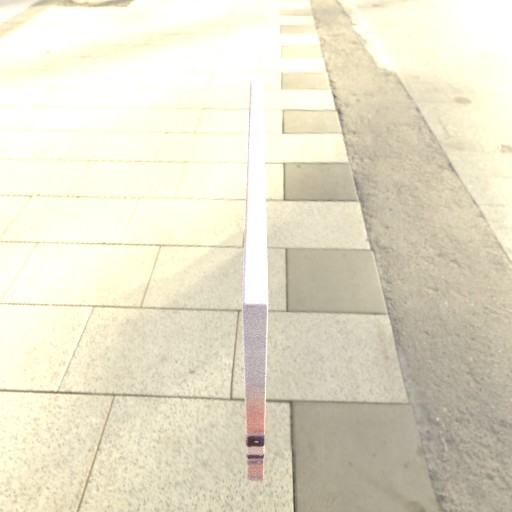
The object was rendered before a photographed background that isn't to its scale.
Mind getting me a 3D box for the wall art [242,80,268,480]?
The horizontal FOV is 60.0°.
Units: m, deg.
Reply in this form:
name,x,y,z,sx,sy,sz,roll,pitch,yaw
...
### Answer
name,x,y,z,sx,sy,sz,roll,pitch,yaw
wall art,0.000,0.000,1.186,0.038,0.609,0.913,0,41,0
